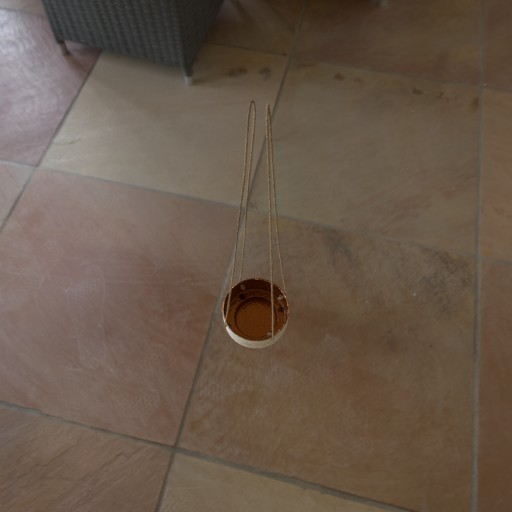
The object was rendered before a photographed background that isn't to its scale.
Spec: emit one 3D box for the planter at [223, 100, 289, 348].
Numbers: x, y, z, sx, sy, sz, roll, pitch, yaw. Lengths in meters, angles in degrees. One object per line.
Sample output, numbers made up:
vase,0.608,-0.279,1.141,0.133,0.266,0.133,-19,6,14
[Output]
planter,0.000,0.000,1.122,0.223,1.030,0.223,15,64,7
